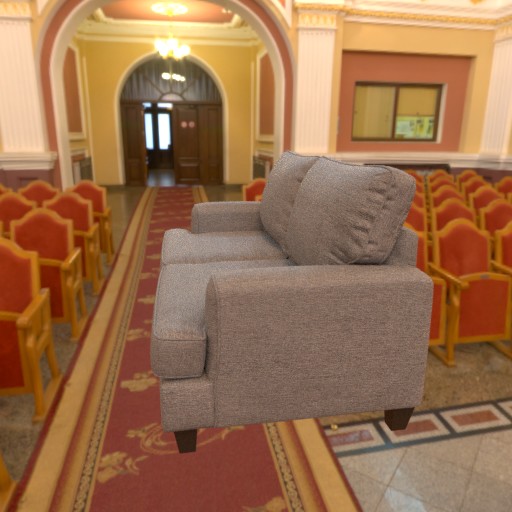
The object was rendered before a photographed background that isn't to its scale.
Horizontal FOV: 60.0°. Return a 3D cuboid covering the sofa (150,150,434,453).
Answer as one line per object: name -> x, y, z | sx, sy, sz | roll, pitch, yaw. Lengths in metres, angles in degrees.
sofa -> 0.000, 0.000, 2.186 | 0.965, 0.965, 1.651 | -3, 16, -9
